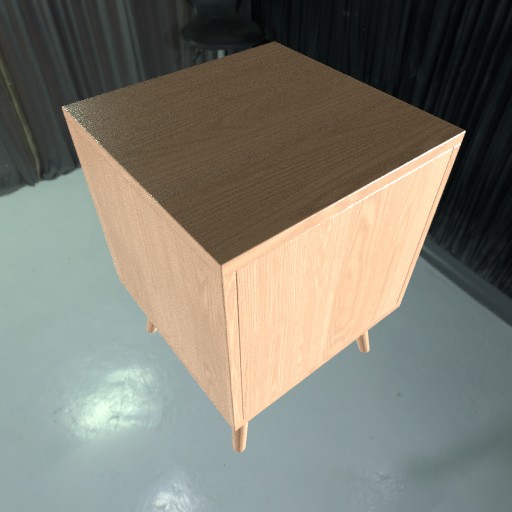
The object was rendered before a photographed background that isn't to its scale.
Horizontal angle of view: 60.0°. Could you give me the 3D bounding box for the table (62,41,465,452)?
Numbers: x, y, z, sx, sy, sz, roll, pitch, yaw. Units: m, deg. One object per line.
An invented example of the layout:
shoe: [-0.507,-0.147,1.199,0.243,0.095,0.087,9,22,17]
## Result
table: [0.000,0.000,0.813,0.400,0.550,0.400,-29,53,-26]
